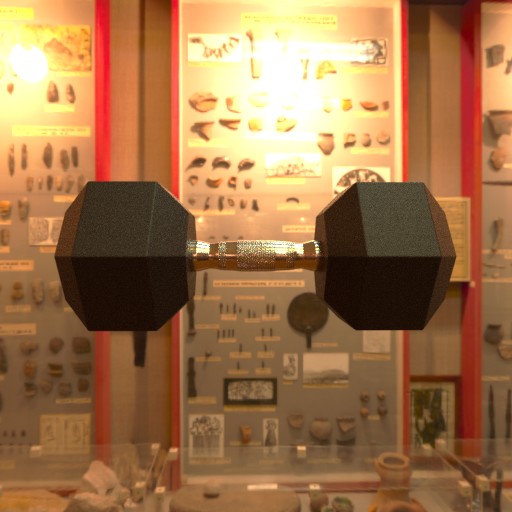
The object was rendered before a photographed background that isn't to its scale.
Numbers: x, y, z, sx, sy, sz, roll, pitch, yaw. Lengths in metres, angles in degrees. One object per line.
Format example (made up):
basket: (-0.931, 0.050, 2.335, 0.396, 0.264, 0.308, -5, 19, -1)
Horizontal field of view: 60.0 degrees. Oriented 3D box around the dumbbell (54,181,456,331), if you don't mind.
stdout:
dumbbell: (0.000, 0.000, 0.445, 0.361, 0.137, 0.157, 0, 0, -1)
